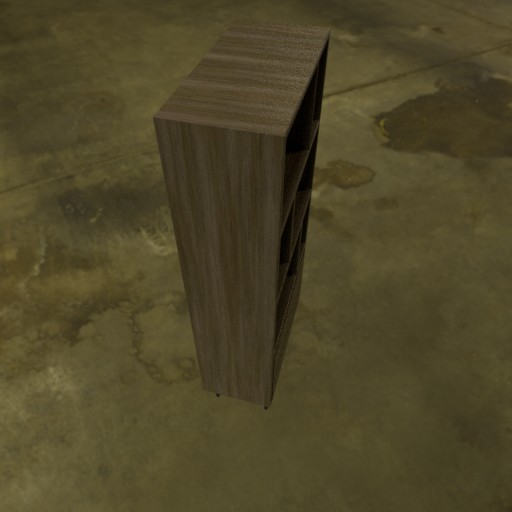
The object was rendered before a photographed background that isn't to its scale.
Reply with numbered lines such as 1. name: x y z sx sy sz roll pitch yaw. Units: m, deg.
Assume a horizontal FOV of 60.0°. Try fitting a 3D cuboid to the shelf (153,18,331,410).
1. shelf: 0.000 0.000 1.796 0.323 1.545 0.670 11 48 10
